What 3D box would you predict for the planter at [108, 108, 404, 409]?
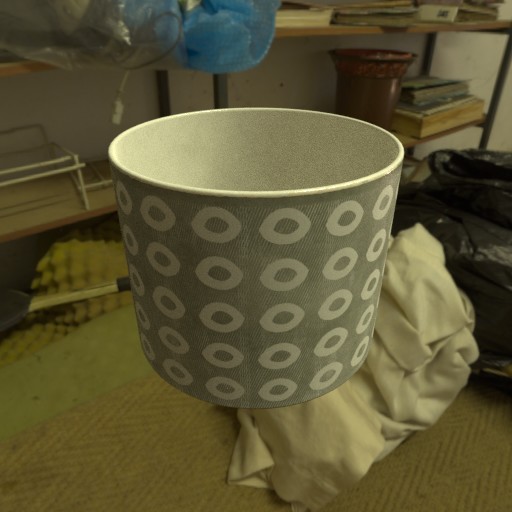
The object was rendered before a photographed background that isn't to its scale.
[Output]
[{"bbox_3d":[0.000,0.000,0.341,0.190,0.181,0.190,0,30,0],"label":"planter"}]
